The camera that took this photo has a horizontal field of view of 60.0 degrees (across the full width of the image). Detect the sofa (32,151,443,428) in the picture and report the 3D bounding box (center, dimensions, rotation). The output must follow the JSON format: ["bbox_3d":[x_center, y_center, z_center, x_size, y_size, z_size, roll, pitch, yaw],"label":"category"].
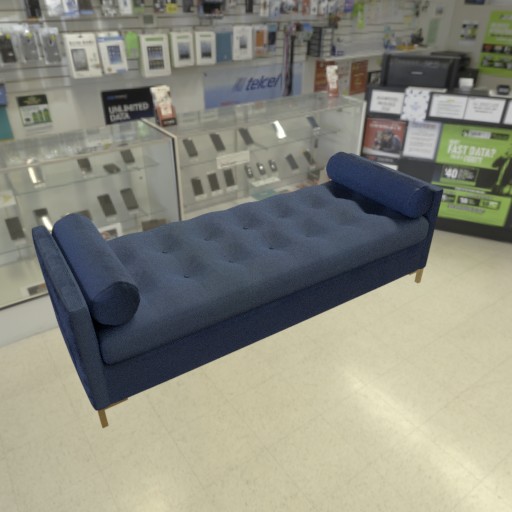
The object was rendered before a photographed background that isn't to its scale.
[{"bbox_3d":[0.000,0.000,2.475,2.102,0.705,0.796,-18,36,-27],"label":"sofa"}]
